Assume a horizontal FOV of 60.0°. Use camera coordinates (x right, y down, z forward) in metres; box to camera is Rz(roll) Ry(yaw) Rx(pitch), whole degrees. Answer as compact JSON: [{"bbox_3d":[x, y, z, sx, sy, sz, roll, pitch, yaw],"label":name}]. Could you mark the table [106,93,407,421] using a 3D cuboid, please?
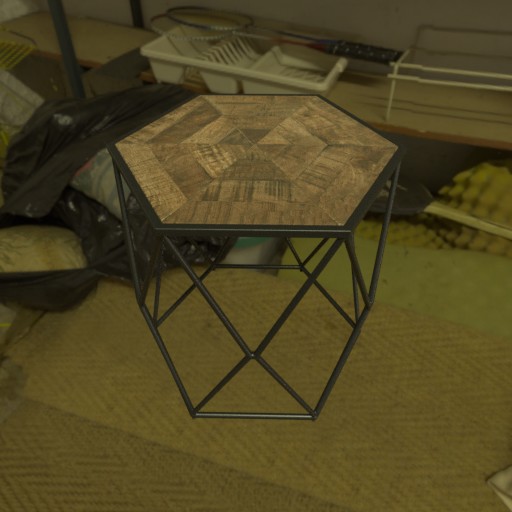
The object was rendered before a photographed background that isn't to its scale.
[{"bbox_3d":[0.000,0.000,1.036,0.578,0.564,0.579,1,41,1],"label":"table"}]
